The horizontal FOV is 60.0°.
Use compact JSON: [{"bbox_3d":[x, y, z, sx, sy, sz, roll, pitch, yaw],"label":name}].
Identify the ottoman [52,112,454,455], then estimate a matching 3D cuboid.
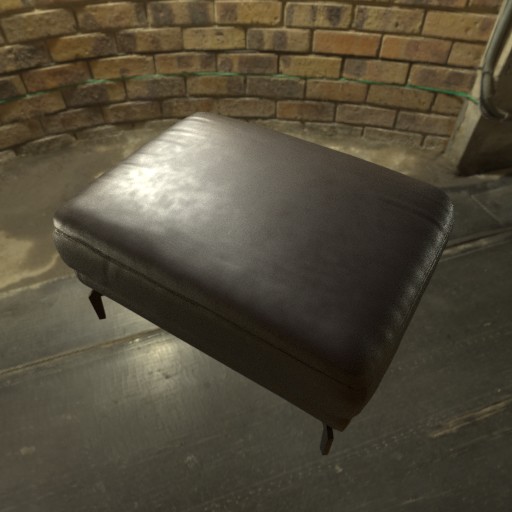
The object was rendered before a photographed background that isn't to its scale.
[{"bbox_3d":[0.000,0.000,1.072,0.764,0.402,0.570,24,51,21],"label":"ottoman"}]
